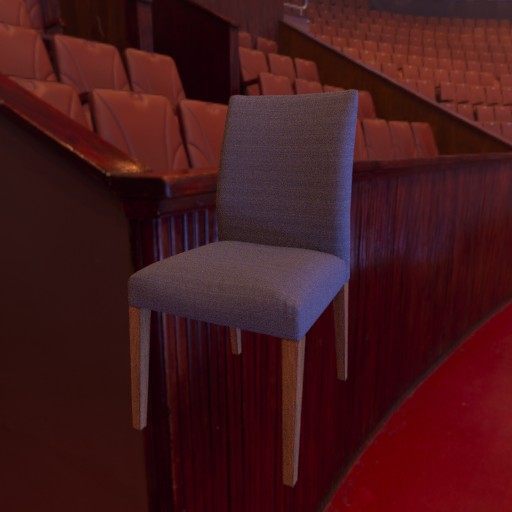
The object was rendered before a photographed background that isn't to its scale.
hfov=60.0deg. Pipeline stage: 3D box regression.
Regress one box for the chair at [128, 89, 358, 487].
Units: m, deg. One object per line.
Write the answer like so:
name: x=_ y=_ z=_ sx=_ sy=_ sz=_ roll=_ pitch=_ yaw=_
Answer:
chair: x=0.000 y=0.000 z=1.292 sx=0.496 sy=0.940 sz=0.585 roll=7 pitch=16 yaw=26
